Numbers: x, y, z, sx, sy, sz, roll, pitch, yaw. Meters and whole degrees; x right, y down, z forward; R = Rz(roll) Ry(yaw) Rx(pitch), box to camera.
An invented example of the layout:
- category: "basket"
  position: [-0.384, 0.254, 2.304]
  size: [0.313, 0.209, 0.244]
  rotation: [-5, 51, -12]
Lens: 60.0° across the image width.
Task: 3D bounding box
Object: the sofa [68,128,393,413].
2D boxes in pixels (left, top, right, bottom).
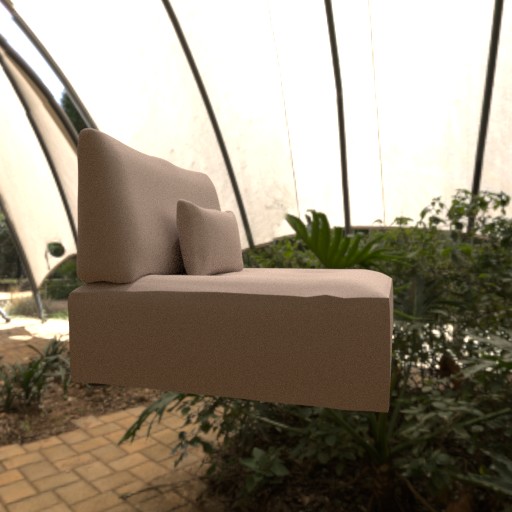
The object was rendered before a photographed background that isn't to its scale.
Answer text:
- category: "sofa"
  position: [0.000, 0.000, 1.699]
  size: [1.000, 0.828, 0.935]
  rotation: [0, 1, 18]
